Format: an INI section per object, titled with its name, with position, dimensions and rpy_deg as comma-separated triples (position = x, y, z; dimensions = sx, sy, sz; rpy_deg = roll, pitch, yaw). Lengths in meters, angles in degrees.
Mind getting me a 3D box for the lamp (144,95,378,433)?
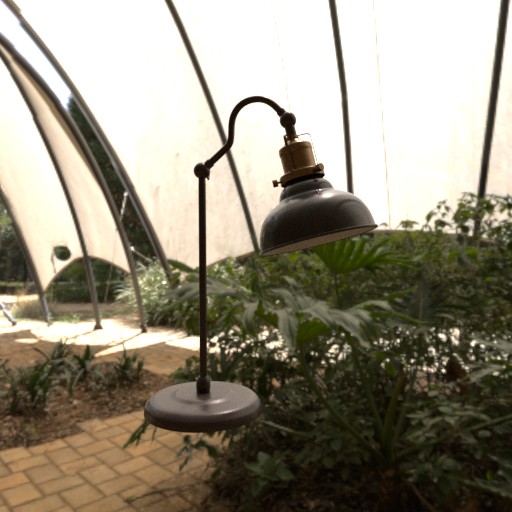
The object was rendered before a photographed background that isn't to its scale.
[lamp]
position = 0.000, 0.000, 0.703
dimensions = 0.374, 0.508, 0.192
rpy_deg = 0, 0, 18
